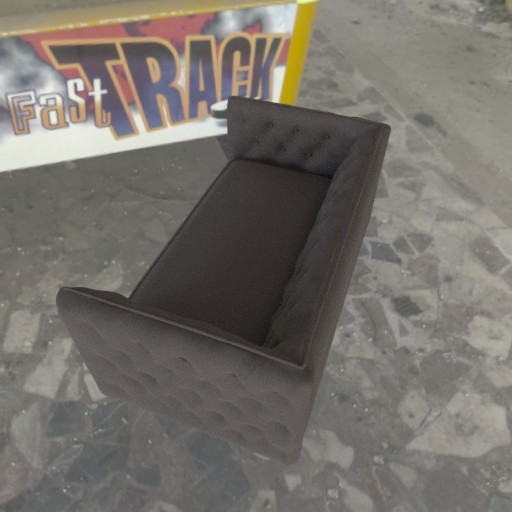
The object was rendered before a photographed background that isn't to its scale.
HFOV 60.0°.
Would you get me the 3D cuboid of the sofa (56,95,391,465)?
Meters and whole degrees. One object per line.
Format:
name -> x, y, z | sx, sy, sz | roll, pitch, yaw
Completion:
sofa -> 0.000, 0.000, 2.115 | 0.909, 0.810, 1.583 | 15, 48, 14
